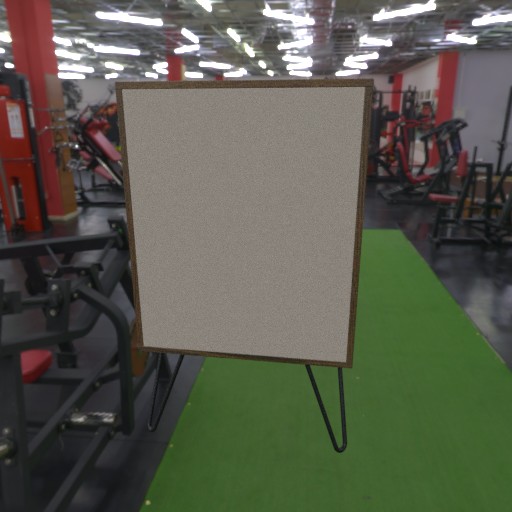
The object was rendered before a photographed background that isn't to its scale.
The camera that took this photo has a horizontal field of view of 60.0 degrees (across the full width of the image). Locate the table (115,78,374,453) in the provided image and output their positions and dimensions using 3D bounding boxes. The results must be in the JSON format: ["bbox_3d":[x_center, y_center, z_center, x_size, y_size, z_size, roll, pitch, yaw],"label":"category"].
[{"bbox_3d":[0.000,0.000,1.215,0.526,0.866,0.457,3,18,8],"label":"table"}]
